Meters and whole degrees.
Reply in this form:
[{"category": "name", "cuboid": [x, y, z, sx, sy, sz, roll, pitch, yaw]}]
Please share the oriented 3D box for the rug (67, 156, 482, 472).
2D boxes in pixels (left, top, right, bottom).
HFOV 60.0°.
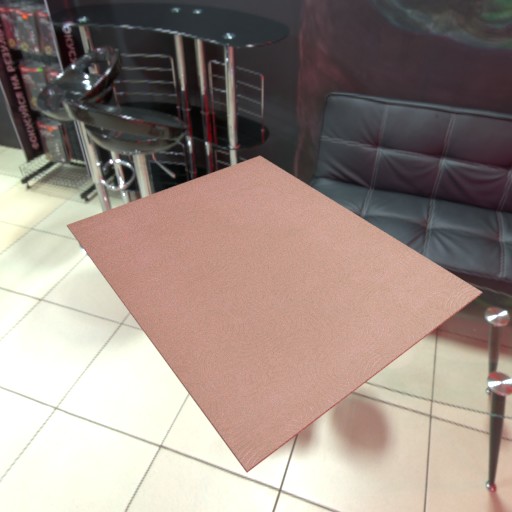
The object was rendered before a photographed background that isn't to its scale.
[{"category": "rug", "cuboid": [0.000, 0.000, 3.446, 2.073, 0.011, 2.584, -26, 47, -28]}]
